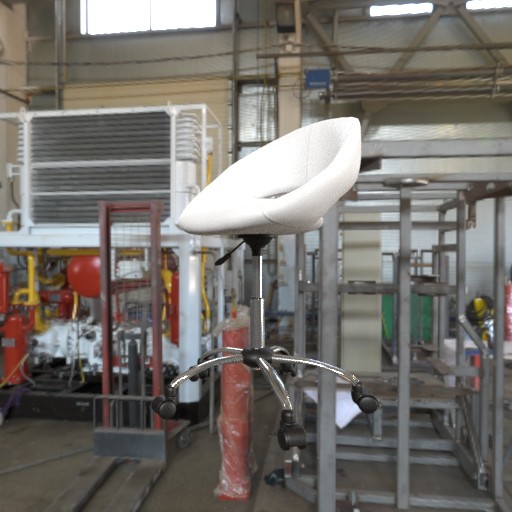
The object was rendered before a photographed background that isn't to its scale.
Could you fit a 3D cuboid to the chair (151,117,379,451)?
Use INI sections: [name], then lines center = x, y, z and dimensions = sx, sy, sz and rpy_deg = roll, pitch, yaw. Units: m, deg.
[chair]
center = 0.000, 0.000, 1.194
dimensions = 0.538, 0.791, 0.612
rpy_deg = 0, 1, -37
